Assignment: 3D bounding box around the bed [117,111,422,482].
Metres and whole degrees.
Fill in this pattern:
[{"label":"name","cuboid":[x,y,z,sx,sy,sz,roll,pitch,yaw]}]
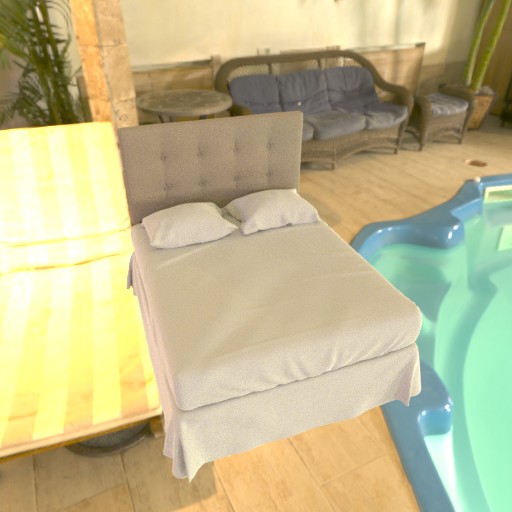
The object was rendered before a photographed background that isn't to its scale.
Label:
[{"label":"bed","cuboid":[0.000,0.000,3.380,1.936,1.577,2.222,-11,34,-17]}]
